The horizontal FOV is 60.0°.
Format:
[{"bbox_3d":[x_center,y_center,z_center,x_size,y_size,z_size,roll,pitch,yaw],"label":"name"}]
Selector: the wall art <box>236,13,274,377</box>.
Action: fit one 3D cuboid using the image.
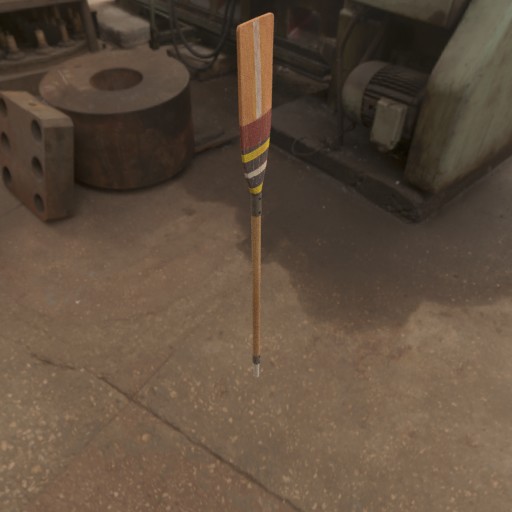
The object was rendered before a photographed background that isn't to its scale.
[{"bbox_3d":[0.000,0.000,1.598,0.038,1.556,0.146,25,48,25],"label":"wall art"}]
